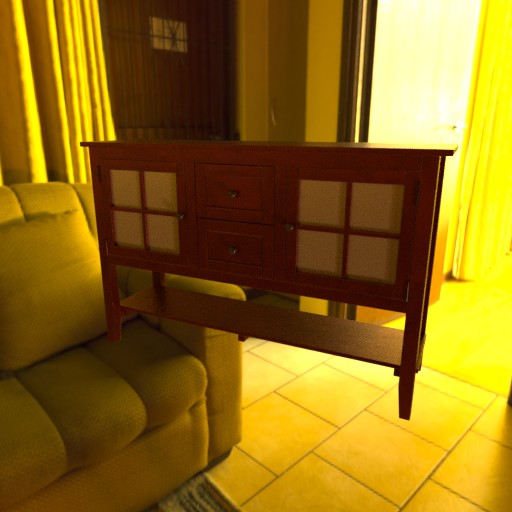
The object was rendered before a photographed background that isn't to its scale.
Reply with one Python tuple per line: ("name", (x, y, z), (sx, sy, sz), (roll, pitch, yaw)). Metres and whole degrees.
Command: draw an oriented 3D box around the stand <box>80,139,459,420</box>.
("stand", (0.000, 0.000, 1.762), (1.362, 0.872, 0.410), (8, 18, 24))
